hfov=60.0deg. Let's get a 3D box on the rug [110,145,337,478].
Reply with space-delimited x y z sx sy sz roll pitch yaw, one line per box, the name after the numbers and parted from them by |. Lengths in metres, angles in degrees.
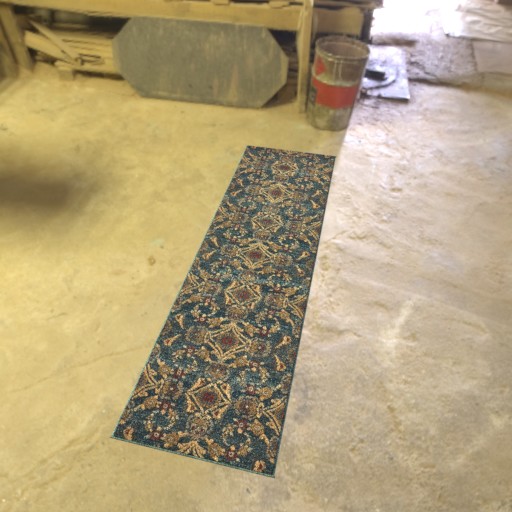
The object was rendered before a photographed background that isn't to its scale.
0.000 0.000 2.527 0.685 0.014 2.292 9 46 9 | rug
